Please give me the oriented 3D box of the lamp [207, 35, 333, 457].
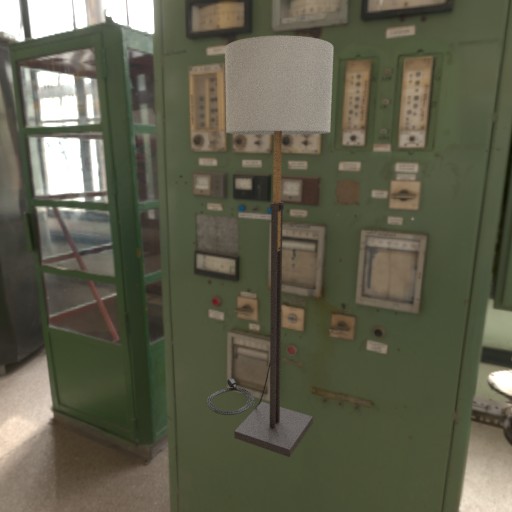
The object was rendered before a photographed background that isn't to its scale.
[{"bbox_3d":[0.000,0.000,1.950,0.639,1.650,0.474,7,15,27],"label":"lamp"}]
